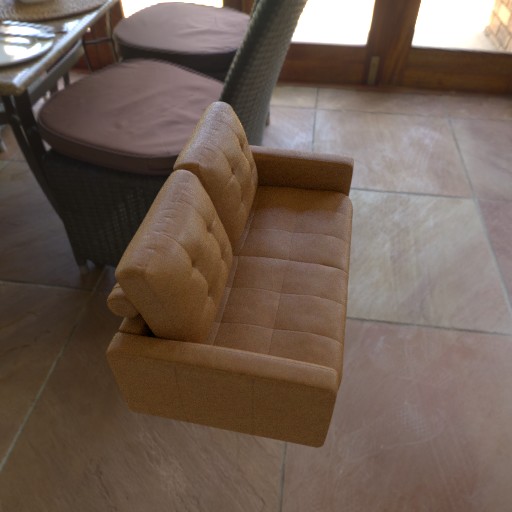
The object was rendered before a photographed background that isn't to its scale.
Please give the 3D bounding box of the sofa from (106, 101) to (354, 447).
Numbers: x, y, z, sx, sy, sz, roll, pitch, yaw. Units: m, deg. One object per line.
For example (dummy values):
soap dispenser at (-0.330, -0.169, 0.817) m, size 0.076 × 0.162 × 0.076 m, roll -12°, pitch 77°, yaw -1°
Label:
sofa at (0.000, 0.000, 2.045) m, size 0.868 × 0.898 × 1.430 m, roll 8°, pitch 46°, yaw 8°
